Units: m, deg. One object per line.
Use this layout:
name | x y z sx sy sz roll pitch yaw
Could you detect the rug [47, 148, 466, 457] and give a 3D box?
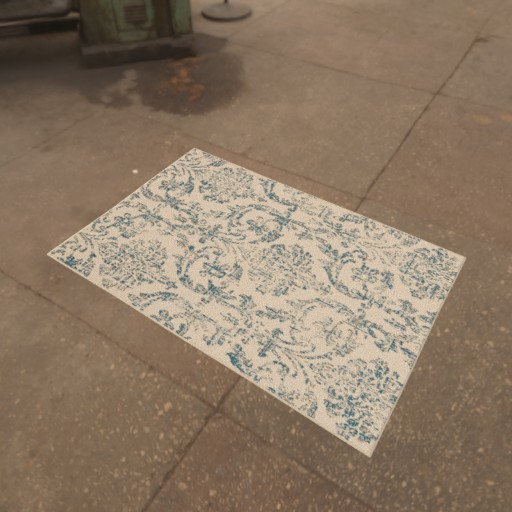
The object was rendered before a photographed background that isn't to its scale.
rug | 0.000 0.000 2.316 1.831 0.012 1.213 26 52 23
